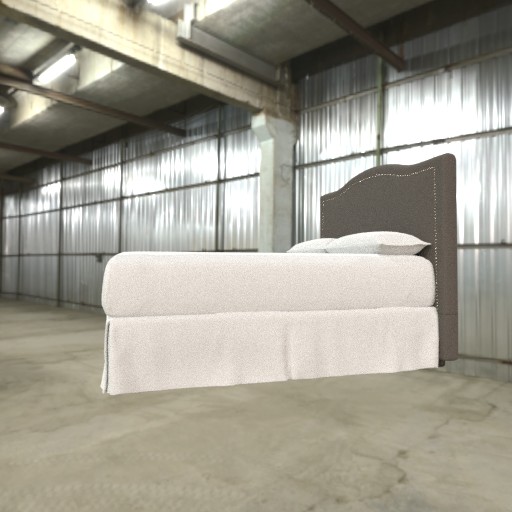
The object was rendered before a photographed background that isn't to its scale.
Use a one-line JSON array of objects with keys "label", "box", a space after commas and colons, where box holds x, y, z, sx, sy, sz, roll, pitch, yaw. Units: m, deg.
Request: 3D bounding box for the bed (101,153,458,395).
[{"label": "bed", "box": [0.000, 0.000, 3.134, 2.036, 1.387, 1.666, 0, -2, -18]}]
